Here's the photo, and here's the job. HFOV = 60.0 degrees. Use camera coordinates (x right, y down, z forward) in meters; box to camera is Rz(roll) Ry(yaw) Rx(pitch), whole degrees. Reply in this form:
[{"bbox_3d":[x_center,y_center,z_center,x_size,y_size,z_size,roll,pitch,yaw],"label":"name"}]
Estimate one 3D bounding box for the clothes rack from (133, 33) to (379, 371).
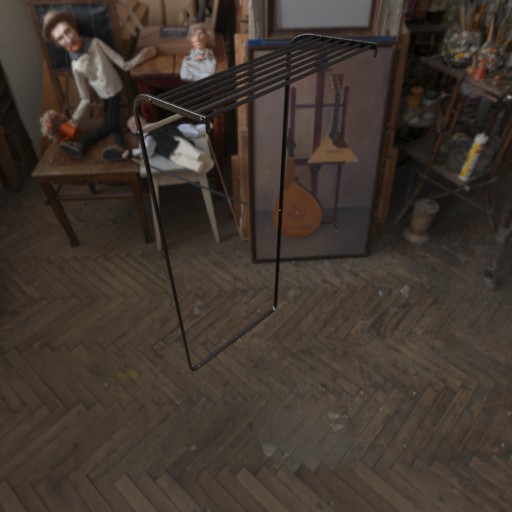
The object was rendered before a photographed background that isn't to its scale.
[{"bbox_3d":[0.000,0.000,1.752,0.609,1.574,0.349,-33,55,-27],"label":"clothes rack"}]
